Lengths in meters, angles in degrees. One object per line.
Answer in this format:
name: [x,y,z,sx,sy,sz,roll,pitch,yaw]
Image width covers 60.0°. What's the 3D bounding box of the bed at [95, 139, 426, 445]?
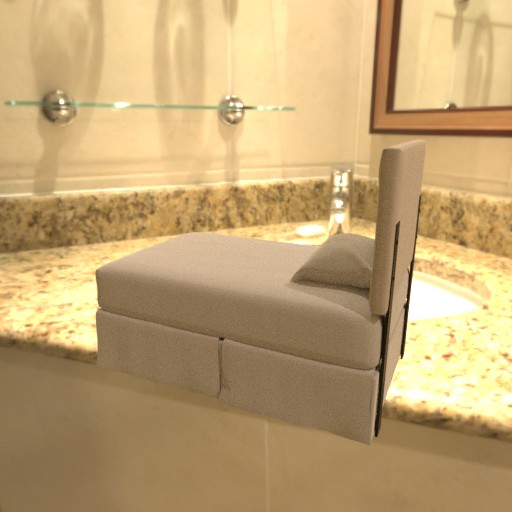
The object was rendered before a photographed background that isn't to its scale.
bed: [0.000,0.000,3.084,1.997,1.571,1.261,8,18,25]
